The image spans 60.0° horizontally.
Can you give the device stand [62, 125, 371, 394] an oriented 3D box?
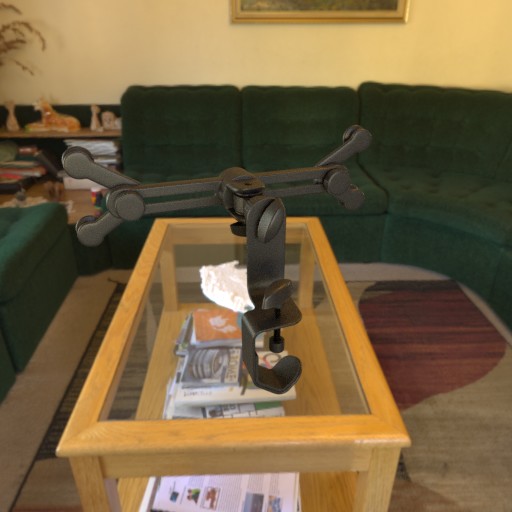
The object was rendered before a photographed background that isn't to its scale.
[{"bbox_3d":[0.000,0.000,0.359,0.270,0.166,0.142,-9,29,-17],"label":"device stand"}]
